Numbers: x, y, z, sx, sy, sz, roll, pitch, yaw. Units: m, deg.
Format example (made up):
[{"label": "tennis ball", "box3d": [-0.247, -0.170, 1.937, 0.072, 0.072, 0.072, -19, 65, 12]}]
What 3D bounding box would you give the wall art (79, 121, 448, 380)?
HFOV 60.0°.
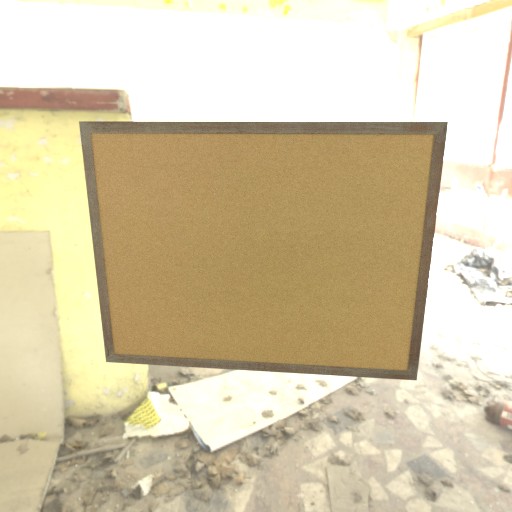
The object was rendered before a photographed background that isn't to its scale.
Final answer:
[{"label": "wall art", "box3d": [0.000, 0.000, 1.333, 1.012, 0.774, 0.019, 2, 17, 6]}]
